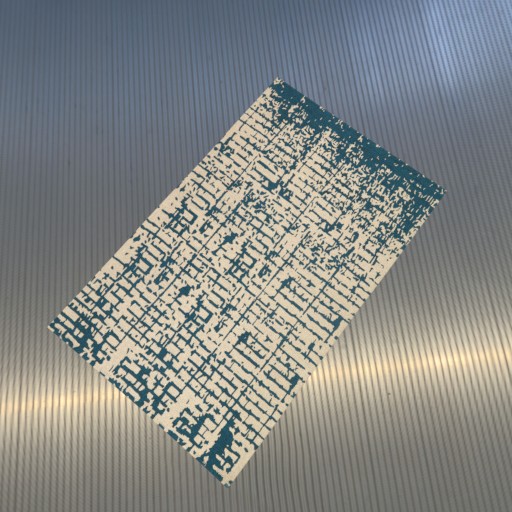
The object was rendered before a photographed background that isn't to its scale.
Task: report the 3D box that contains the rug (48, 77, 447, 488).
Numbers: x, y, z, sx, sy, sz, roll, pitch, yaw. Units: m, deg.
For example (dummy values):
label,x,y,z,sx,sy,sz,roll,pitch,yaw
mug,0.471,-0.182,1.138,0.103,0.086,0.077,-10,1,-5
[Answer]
label,x,y,z,sx,sy,sz,roll,pitch,yaw
rug,0.000,0.000,3.002,1.517,0.011,2.435,37,77,10
